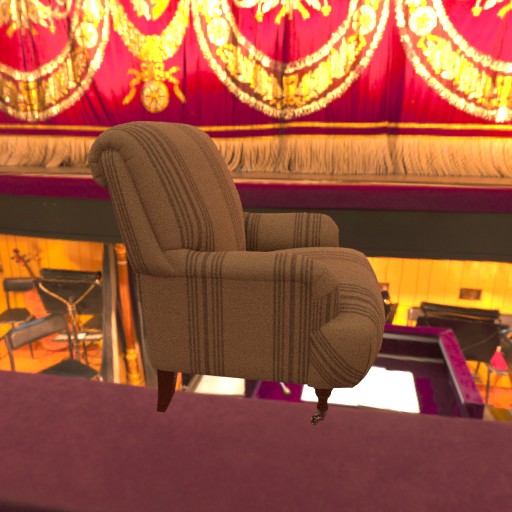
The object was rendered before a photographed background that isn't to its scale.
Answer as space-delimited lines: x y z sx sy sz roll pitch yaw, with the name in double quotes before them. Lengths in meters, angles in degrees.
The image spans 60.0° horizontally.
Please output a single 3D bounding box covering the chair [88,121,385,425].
"chair" 0.000 0.000 1.623 0.914 0.940 0.813 3 16 10
